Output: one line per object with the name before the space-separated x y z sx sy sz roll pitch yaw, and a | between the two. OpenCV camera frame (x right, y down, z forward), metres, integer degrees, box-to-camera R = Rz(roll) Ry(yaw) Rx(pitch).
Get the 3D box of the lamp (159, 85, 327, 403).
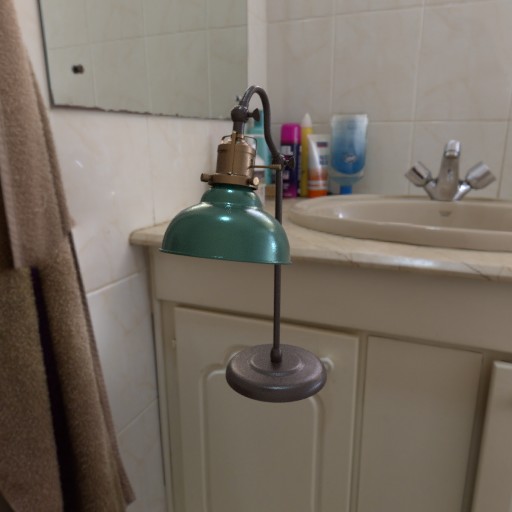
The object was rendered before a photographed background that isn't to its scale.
lamp | 0.000 0.000 0.702 0.192 0.508 0.374 7 16 24
